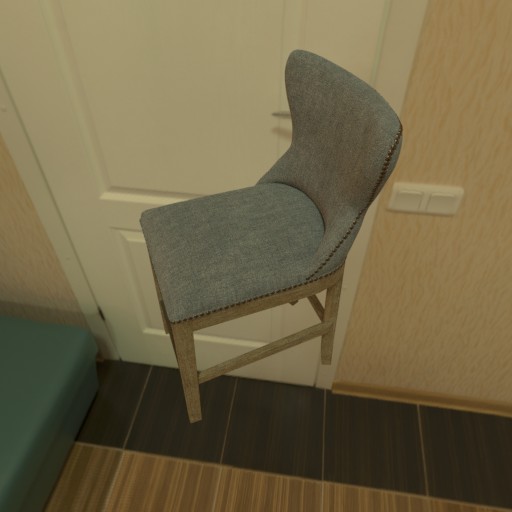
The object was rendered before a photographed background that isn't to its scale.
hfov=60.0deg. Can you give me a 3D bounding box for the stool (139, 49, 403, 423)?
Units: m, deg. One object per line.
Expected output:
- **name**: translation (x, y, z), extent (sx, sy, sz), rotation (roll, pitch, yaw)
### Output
- **stool**: translation (0.000, 0.000, 1.316), extent (0.608, 0.981, 0.498), rotation (-15, 47, -14)
